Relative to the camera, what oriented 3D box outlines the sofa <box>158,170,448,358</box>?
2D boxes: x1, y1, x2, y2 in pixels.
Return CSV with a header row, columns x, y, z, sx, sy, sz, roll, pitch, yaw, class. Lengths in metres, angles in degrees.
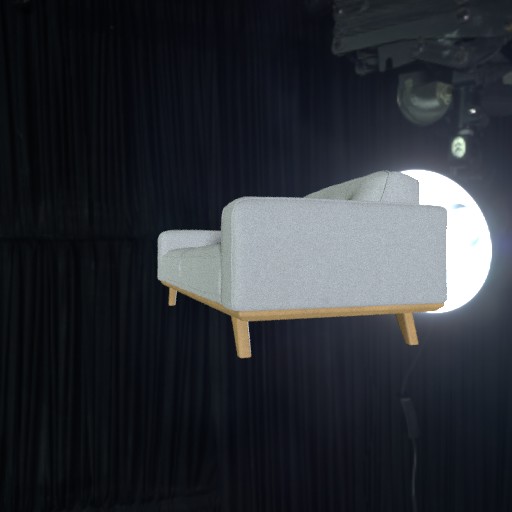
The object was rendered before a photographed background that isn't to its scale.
x,y,z,sx,sy,sz,roll,pitch,yaw,class
0.000,0.000,2.732,0.956,0.781,2.270,0,0,-19,sofa
